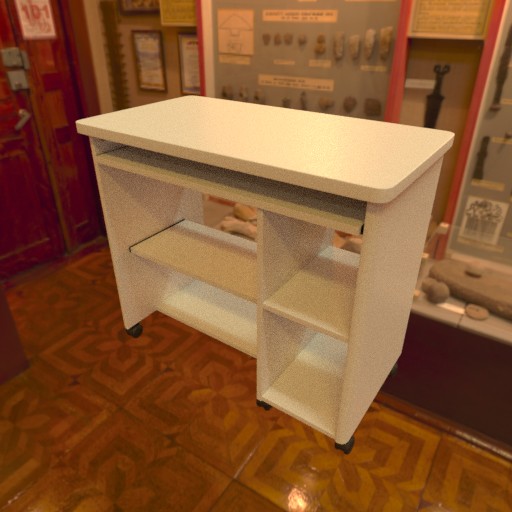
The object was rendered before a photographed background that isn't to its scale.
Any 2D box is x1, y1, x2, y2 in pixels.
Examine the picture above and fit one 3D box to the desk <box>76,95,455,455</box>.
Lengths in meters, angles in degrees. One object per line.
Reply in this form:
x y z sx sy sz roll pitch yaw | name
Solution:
0.000 0.000 1.323 0.877 0.763 0.475 19 35 30 | desk
